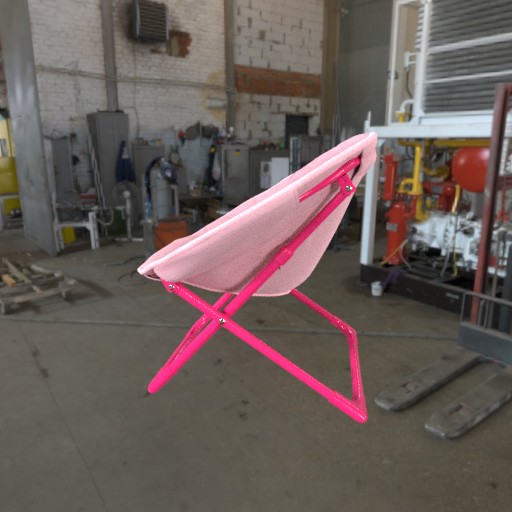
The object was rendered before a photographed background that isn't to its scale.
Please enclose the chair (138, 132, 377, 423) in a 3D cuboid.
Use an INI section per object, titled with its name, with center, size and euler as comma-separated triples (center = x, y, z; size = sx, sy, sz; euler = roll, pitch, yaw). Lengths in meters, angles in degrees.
[chair]
center = 0.000, 0.000, 0.923
size = 0.459, 0.494, 0.522
euler = 2, 15, 9
